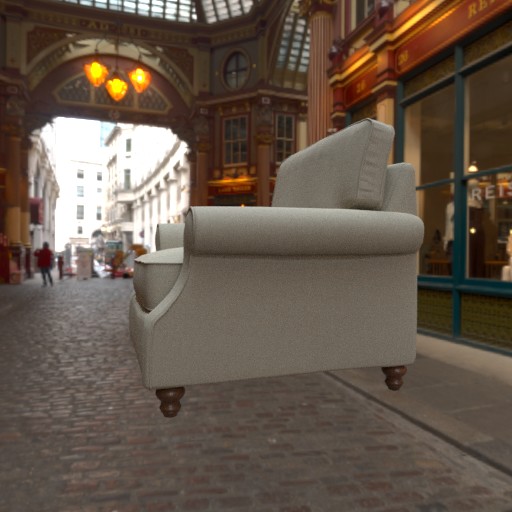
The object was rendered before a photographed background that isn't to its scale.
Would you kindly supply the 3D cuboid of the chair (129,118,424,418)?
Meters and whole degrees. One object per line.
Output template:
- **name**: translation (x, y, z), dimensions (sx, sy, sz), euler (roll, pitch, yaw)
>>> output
- **chair**: translation (0.000, 0.000, 1.814), dimensions (0.966, 0.967, 1.029), euler (0, 1, -19)
